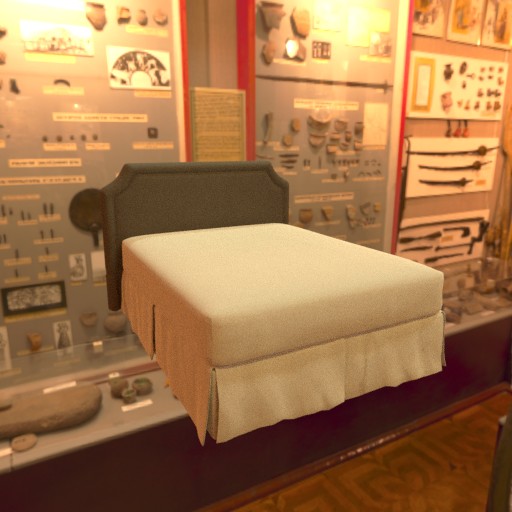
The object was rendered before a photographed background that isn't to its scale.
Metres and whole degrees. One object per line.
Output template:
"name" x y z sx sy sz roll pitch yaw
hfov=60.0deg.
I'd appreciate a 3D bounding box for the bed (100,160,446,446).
"bed" 0.000 0.000 3.276 1.831 1.297 2.181 -7 16 -27
